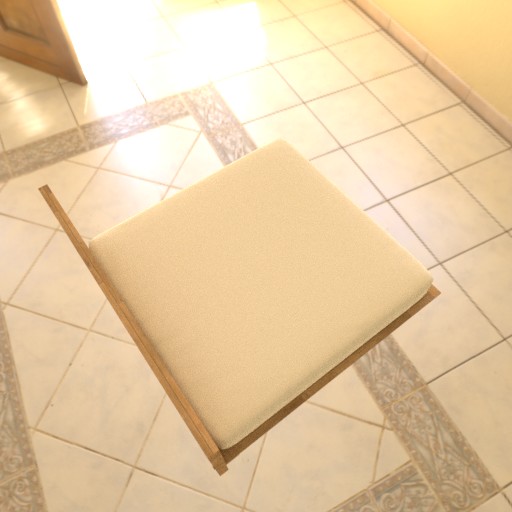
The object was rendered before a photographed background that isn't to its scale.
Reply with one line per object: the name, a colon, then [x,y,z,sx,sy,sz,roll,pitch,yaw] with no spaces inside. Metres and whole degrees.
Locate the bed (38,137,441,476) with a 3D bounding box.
bed: [0.000,0.000,3.396,2.167,1.100,2.116,-32,64,-18]
